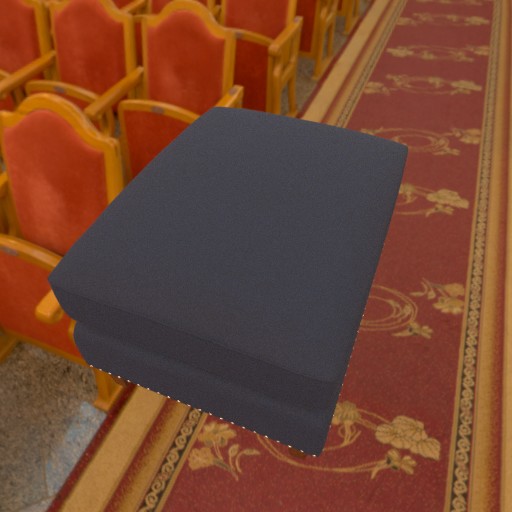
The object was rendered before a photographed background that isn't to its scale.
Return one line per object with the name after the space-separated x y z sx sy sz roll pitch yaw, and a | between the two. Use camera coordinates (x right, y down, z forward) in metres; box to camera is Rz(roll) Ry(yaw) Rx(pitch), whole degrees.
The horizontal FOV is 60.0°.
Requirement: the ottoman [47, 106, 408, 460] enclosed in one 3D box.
0.000 0.000 1.118 0.584 0.513 0.741 16 48 15 | ottoman
